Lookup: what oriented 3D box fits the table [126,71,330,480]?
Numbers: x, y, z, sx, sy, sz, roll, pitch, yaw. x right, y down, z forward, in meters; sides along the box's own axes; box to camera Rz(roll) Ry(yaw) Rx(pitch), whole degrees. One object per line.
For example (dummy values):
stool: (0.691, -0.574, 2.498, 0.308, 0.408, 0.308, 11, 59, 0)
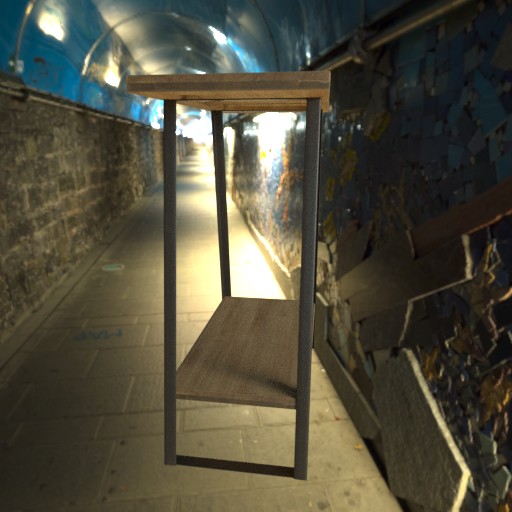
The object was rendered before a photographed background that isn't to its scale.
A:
table: (0.000, 0.000, 1.010, 0.300, 0.701, 0.599, 2, 15, 8)
